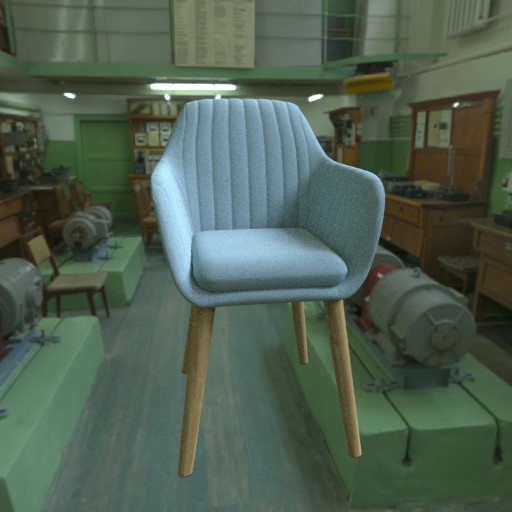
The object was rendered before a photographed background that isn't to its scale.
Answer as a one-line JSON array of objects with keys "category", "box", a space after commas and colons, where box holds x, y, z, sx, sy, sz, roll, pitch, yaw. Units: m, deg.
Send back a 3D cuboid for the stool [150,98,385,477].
[{"category": "stool", "box": [0.000, 0.000, 1.173, 0.503, 0.830, 0.590, -2, 15, -9]}]
